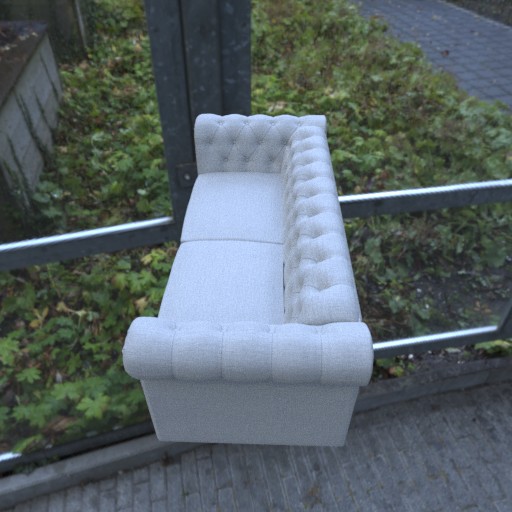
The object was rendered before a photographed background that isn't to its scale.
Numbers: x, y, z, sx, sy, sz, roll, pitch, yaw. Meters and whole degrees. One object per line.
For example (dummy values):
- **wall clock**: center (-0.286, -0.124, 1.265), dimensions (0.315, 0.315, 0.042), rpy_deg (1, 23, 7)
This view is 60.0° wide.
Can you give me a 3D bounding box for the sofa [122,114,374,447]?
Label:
- **sofa**: center (0.000, 0.000, 2.230), dimensions (0.783, 0.797, 1.798), rpy_deg (1, 41, 1)
